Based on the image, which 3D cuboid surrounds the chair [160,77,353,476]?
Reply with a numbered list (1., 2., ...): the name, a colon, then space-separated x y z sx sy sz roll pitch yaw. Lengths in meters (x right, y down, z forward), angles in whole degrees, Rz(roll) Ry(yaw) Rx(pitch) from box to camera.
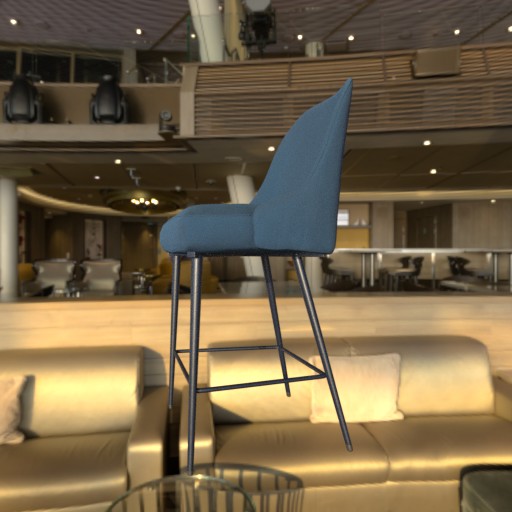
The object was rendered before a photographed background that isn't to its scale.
1. chair: 0.000 0.000 1.208 0.489 0.927 0.526 0 1 -17
